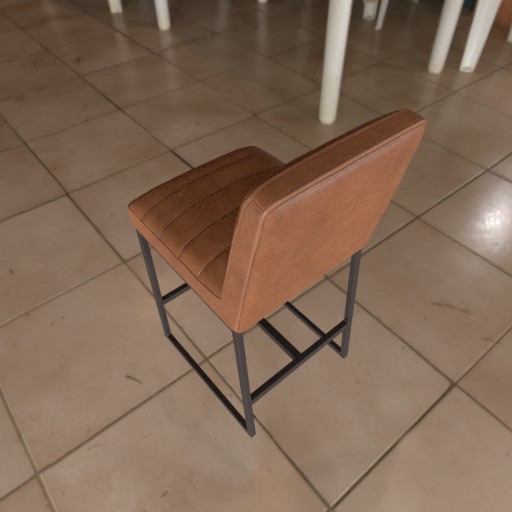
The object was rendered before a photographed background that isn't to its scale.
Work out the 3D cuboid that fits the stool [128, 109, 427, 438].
[{"bbox_3d":[0.000,0.000,1.230,0.458,0.940,0.556,-32,54,-27],"label":"stool"}]
